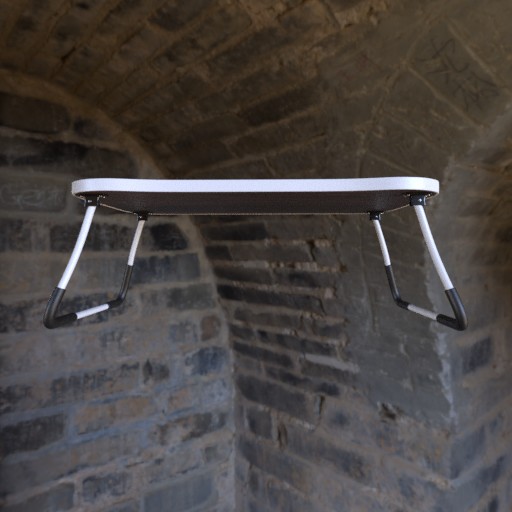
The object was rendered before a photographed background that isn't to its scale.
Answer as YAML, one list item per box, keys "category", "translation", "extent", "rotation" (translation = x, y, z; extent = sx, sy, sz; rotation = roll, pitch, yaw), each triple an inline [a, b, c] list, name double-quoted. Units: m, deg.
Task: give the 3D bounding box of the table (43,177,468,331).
- category: "table"
  translation: [0.000, 0.000, 0.852]
  extent: [0.660, 0.232, 0.400]
  rotation: [0, 0, 2]
